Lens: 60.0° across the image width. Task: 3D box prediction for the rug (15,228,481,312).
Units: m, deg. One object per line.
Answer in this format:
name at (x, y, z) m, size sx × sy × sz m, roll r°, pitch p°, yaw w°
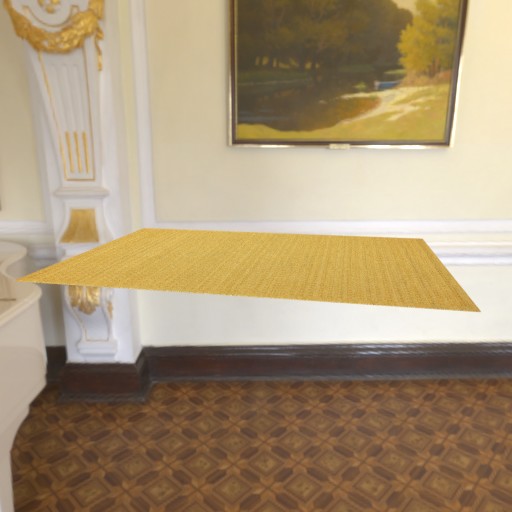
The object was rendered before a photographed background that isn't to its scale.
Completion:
rug at (0.000, 0.000, 3.630) m, size 2.895 × 0.006 × 1.981 m, roll 3°, pitch 14°, yaw 11°
